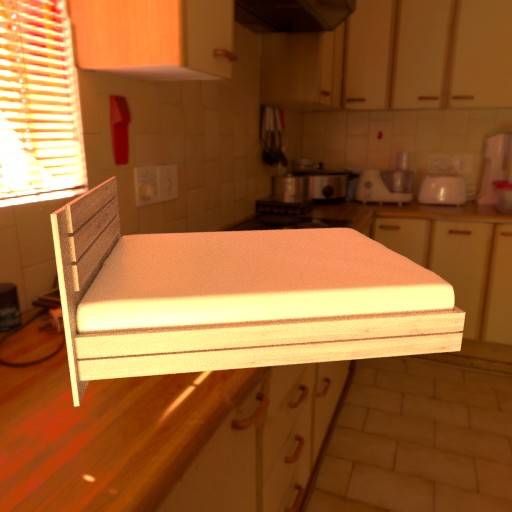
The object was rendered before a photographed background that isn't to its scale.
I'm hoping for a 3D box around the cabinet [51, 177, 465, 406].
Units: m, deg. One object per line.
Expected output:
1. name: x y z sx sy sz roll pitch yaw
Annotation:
1. cabinet: 0.000 0.000 3.037 2.080 0.970 1.750 -2 15 -9
